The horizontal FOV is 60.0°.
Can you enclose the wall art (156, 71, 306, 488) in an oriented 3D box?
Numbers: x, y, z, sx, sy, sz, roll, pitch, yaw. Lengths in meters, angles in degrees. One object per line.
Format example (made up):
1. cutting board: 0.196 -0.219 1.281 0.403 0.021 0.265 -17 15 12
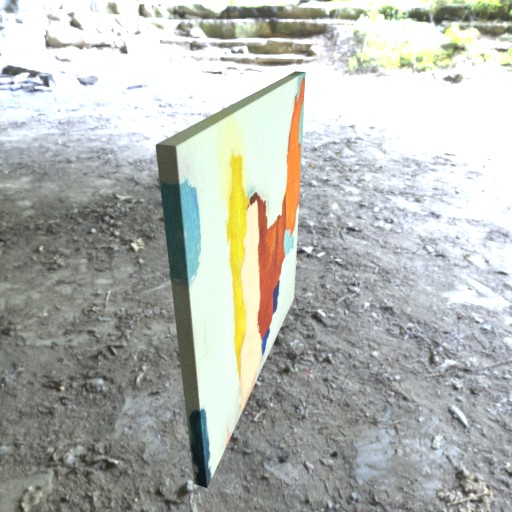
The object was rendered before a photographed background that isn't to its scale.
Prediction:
1. wall art: 0.000 0.000 1.471 0.044 1.017 1.017 10 31 16
